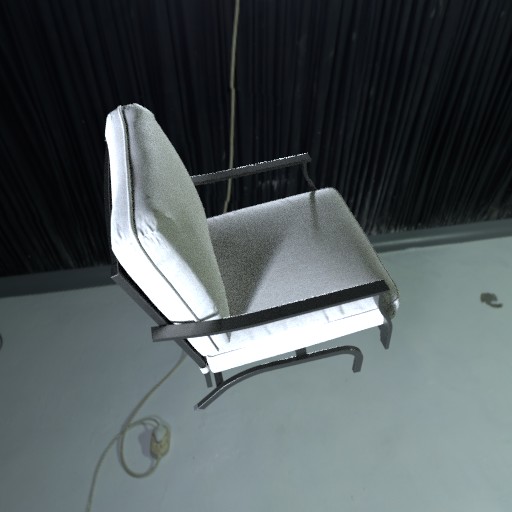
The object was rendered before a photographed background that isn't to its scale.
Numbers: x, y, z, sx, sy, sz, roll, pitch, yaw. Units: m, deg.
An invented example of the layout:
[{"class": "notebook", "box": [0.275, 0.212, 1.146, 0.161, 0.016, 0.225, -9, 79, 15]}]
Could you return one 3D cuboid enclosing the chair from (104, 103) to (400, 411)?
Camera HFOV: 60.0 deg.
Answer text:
[{"class": "chair", "box": [0.000, 0.000, 1.414, 0.787, 0.860, 0.650, -11, 47, -10]}]
